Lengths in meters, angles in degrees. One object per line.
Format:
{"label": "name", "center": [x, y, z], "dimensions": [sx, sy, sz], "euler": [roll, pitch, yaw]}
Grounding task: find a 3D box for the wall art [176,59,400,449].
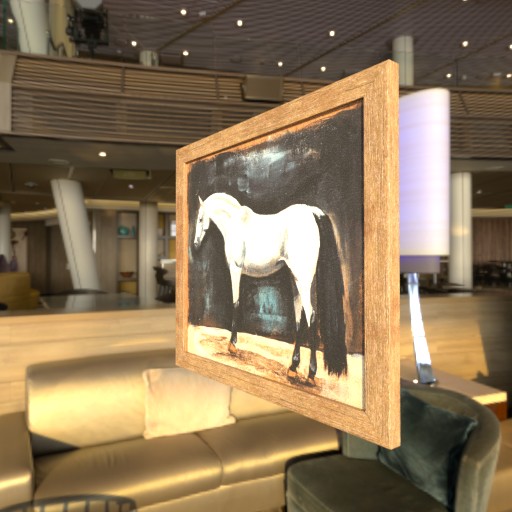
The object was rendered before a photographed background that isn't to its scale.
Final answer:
{"label": "wall art", "center": [0.000, 0.000, 0.947], "dimensions": [0.026, 0.588, 0.690], "euler": [1, -1, -38]}
